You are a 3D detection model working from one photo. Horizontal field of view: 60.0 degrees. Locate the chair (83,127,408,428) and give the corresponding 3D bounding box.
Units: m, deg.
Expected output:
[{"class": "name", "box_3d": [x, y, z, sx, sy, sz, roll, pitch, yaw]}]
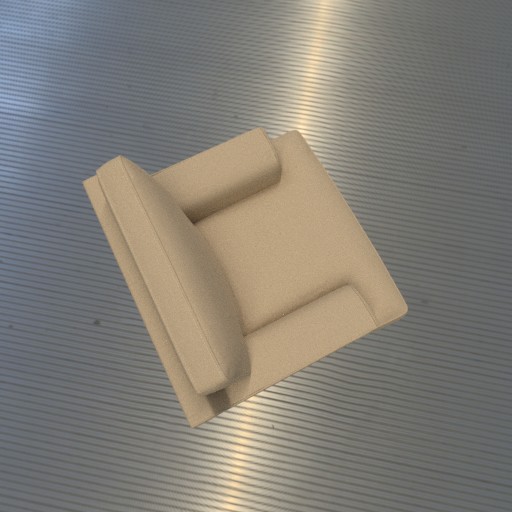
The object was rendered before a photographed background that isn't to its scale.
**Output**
[{"class": "chair", "box_3d": [0.000, 0.000, 2.154, 1.274, 1.005, 1.293, -34, 76, -9]}]
